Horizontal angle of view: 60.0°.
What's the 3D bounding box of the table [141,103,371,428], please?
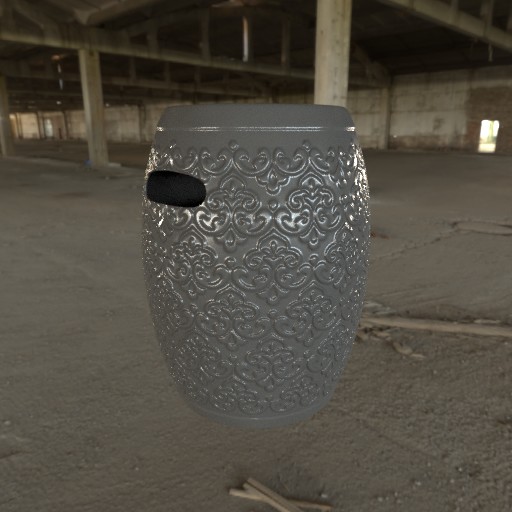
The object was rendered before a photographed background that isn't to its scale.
[{"bbox_3d":[0.000,0.000,0.623,0.309,0.397,0.309,0,16,0],"label":"table"}]
